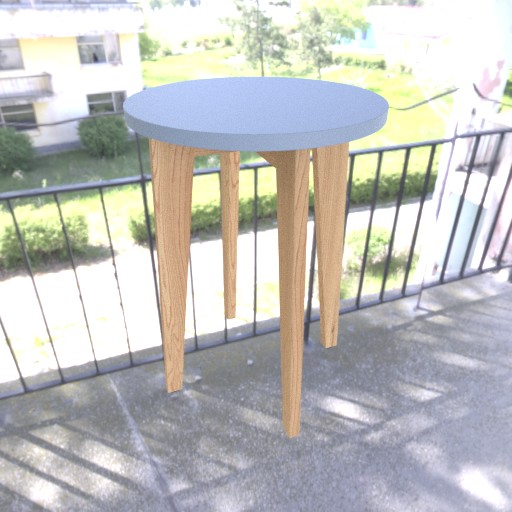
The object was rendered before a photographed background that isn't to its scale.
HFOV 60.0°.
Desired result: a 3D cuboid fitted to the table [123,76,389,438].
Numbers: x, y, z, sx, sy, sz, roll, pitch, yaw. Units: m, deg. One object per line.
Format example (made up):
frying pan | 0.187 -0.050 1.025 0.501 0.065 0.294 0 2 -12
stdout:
table | 0.000 0.000 0.731 0.350 0.500 0.350 0 31 0
